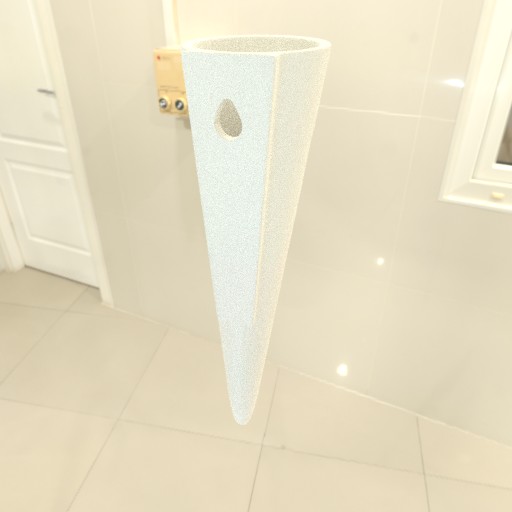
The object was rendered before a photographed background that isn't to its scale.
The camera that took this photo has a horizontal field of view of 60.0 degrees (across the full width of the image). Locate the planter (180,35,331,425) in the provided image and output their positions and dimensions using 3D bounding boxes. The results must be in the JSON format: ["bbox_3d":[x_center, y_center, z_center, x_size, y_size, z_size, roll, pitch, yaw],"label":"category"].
[{"bbox_3d":[0.000,0.000,0.222,0.057,0.193,0.064,10,33,15],"label":"planter"}]
